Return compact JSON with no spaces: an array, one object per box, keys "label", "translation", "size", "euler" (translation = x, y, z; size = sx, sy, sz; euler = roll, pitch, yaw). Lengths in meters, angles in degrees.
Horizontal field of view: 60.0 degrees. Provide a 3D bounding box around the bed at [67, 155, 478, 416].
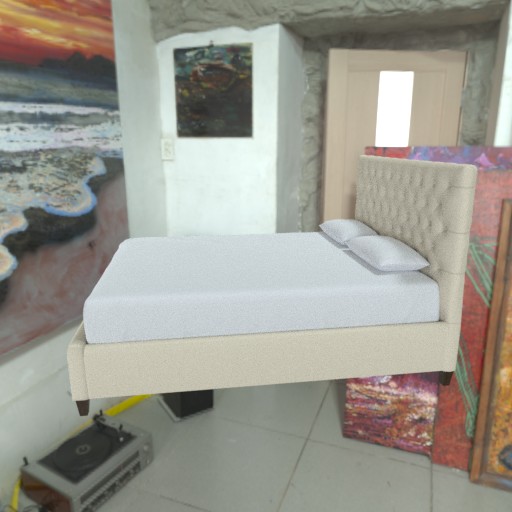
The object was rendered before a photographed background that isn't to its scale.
[{"label":"bed","translation":[0.000,0.000,3.351],"size":[2.387,1.427,1.698],"euler":[-2,15,-8]}]
